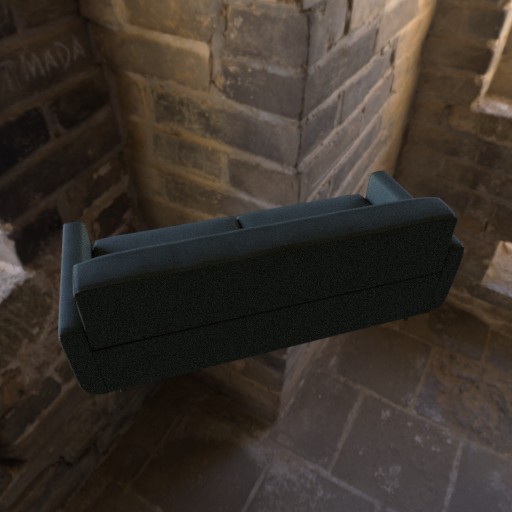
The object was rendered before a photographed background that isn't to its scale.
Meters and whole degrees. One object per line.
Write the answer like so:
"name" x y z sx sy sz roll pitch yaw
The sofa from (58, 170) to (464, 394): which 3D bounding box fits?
"sofa" 0.000 0.000 2.520 2.029 0.841 0.909 -11 42 -13
